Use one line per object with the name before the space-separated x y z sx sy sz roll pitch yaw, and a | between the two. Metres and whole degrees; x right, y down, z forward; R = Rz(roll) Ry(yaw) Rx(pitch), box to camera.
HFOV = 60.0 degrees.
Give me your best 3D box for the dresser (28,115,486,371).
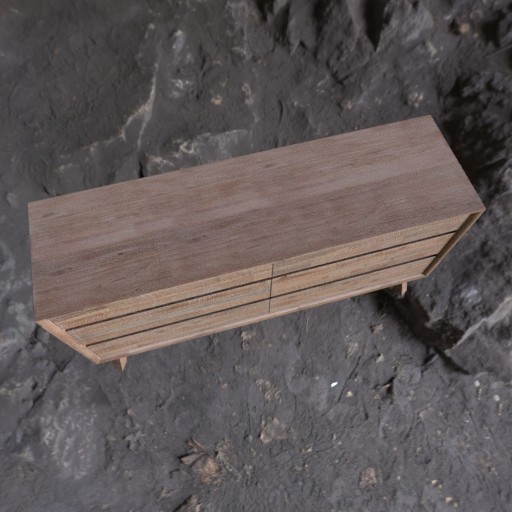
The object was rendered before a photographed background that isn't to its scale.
dresser | 0.000 0.000 1.925 1.554 0.805 0.455 -14 65 -7
